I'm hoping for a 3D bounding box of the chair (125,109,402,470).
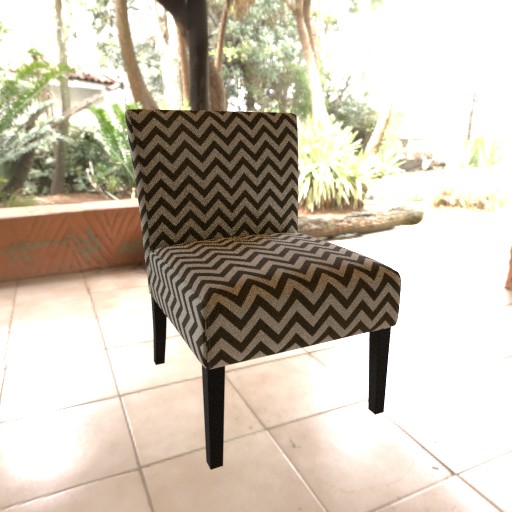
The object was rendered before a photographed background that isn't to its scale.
[{"bbox_3d":[0.000,0.000,1.302,0.589,0.838,0.648,-7,17,-25],"label":"chair"}]
